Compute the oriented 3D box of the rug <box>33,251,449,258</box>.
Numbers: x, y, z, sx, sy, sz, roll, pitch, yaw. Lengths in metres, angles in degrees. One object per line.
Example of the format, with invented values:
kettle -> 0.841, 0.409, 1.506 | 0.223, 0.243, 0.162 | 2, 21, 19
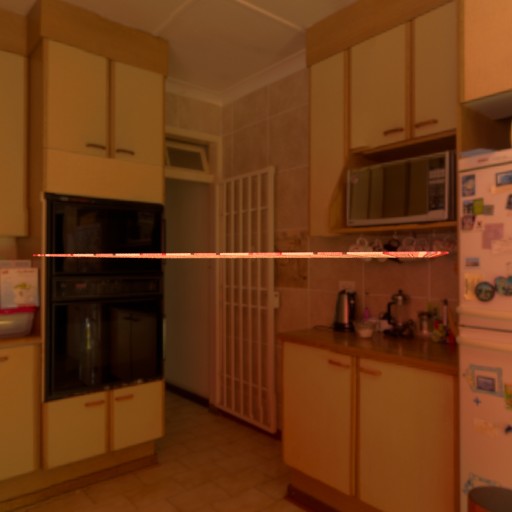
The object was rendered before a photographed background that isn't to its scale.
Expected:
rug -> 0.000, 0.000, 2.369 | 1.817, 0.008, 1.223 | 0, -1, 20
